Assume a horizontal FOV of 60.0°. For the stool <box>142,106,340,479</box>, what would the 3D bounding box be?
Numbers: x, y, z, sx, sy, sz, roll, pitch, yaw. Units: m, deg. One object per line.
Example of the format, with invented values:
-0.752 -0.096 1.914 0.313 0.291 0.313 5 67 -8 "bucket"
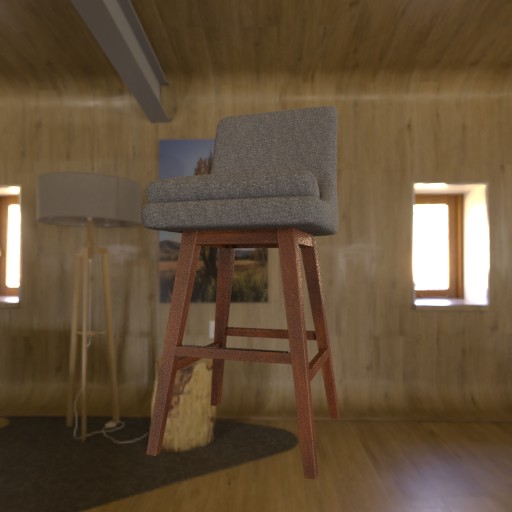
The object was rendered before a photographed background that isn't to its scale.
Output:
0.000 0.000 1.377 0.489 1.068 0.572 0 -1 18 "stool"
